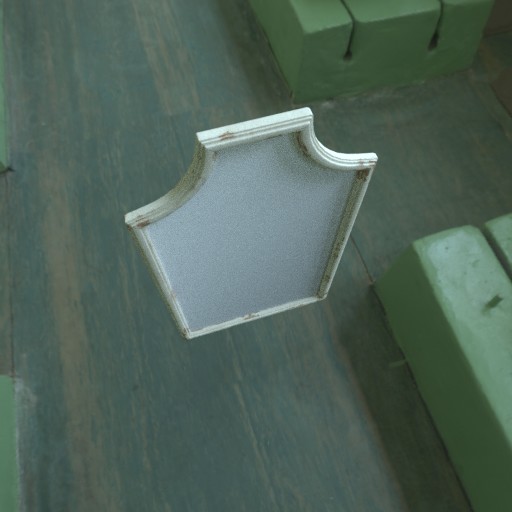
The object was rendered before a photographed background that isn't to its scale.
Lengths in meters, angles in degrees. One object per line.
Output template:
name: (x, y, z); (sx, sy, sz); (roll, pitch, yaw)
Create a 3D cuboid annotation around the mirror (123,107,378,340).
mirror: (0.000, 0.000, 0.877); (0.403, 0.717, 0.022); (-15, 64, -8)
